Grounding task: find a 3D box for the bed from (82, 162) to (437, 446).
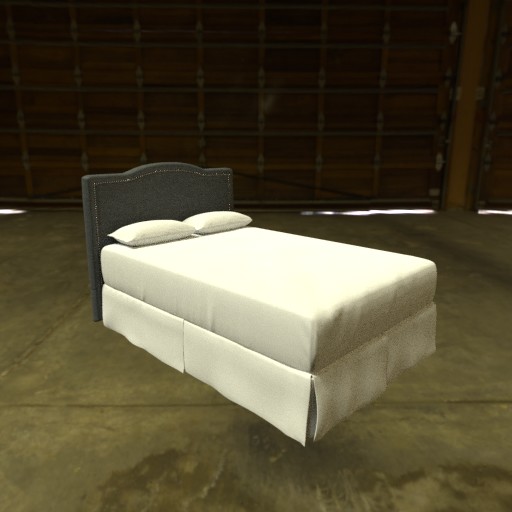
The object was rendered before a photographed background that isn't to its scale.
[{"bbox_3d":[0.000,0.000,3.657,2.507,1.441,1.747,14,20,43],"label":"bed"}]
